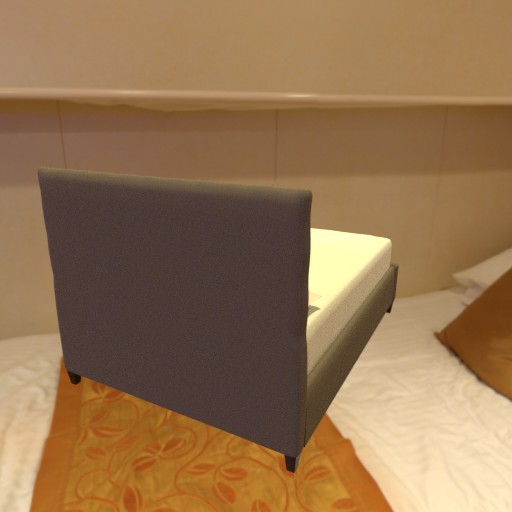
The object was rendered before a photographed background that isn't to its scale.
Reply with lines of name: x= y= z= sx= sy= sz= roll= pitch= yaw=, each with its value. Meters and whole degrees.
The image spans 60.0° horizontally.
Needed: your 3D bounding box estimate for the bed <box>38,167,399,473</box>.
bed: x=0.000 y=0.000 z=3.288 sx=1.696 sy=1.426 sz=2.233 roll=9 pitch=20 yaw=27
